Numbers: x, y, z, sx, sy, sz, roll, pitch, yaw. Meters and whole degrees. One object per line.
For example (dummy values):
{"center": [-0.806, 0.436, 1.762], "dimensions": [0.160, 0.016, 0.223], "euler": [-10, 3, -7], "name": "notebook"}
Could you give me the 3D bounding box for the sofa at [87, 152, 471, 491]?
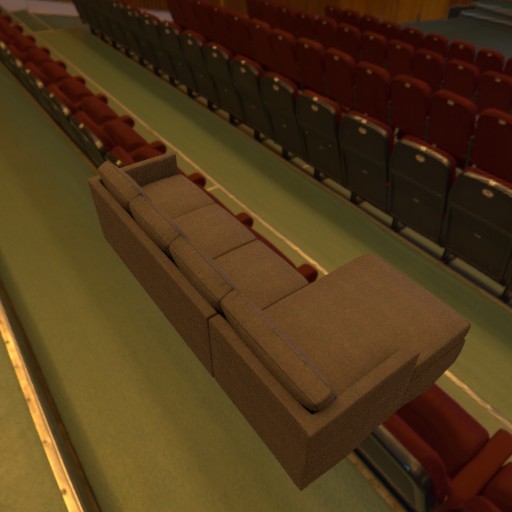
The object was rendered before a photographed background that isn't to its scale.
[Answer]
{"center": [0.000, 0.000, 3.803], "dimensions": [1.650, 0.922, 3.205], "euler": [-26, 48, -27], "name": "sofa"}
